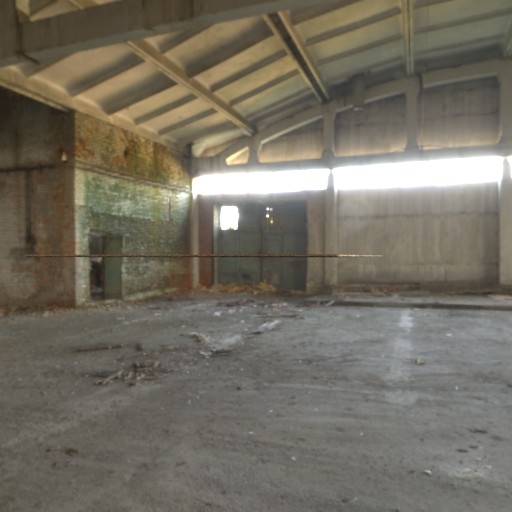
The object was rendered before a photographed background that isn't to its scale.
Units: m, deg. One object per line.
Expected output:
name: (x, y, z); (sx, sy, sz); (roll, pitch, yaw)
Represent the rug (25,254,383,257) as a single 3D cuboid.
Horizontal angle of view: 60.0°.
rug: (0.000, 0.000, 3.040); (1.526, 0.011, 2.435); (0, 0, 20)
